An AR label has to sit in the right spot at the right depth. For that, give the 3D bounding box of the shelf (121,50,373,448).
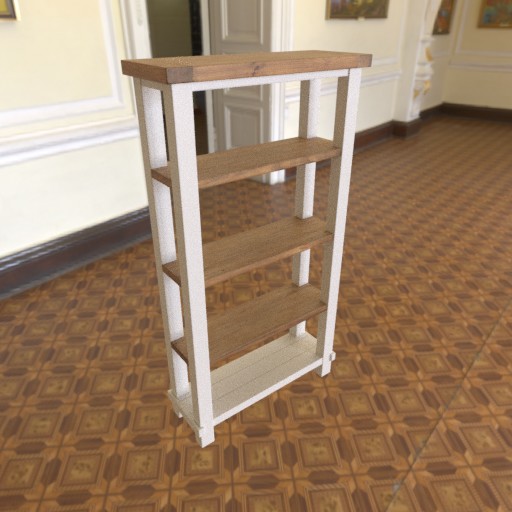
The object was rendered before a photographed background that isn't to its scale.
[{"bbox_3d":[0.000,0.000,2.286,1.022,1.878,0.381,-20,34,-32],"label":"shelf"}]
